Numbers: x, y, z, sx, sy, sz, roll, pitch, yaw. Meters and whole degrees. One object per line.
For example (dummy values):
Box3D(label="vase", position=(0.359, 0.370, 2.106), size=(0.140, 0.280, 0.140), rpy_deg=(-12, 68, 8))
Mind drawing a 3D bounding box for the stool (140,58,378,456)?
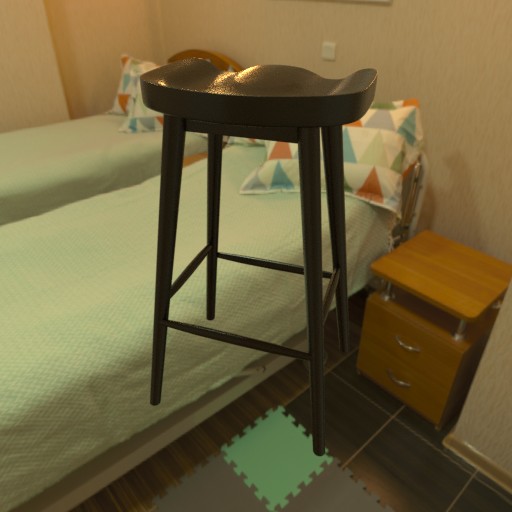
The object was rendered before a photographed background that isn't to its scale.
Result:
Box3D(label="stool", position=(0.000, 0.000, 0.975), size=(0.440, 0.749, 0.361), rpy_deg=(11, 34, 16))
